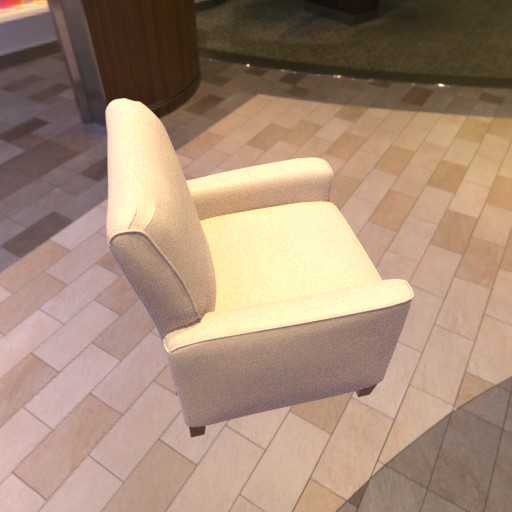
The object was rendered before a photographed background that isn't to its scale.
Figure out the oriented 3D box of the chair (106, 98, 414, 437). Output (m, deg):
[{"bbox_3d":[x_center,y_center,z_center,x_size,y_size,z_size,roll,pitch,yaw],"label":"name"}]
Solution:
[{"bbox_3d":[0.000,0.000,1.607,0.858,1.023,0.841,-10,45,-10],"label":"chair"}]
